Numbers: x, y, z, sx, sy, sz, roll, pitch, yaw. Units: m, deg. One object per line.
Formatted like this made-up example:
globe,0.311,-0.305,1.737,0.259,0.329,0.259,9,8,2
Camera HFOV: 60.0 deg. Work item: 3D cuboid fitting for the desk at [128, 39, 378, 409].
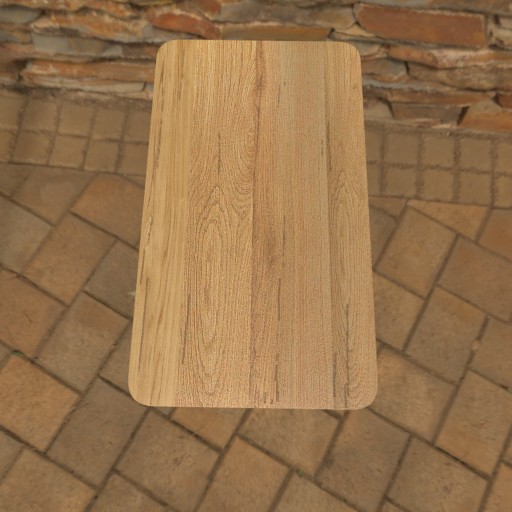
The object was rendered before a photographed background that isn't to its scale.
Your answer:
desk,0.000,0.000,1.248,0.440,0.790,0.760,1,75,0
